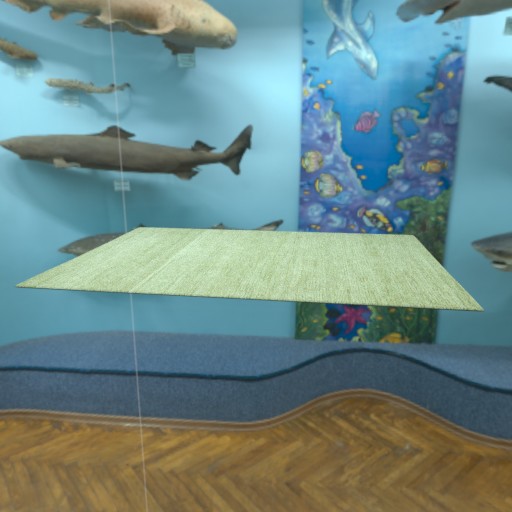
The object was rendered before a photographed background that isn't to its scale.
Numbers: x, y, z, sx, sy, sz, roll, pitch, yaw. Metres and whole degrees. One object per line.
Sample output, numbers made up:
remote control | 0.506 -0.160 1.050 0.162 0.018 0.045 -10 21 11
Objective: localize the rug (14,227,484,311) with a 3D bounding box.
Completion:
rug | 0.000 0.000 2.876 2.270 0.017 1.606 2 15 8
